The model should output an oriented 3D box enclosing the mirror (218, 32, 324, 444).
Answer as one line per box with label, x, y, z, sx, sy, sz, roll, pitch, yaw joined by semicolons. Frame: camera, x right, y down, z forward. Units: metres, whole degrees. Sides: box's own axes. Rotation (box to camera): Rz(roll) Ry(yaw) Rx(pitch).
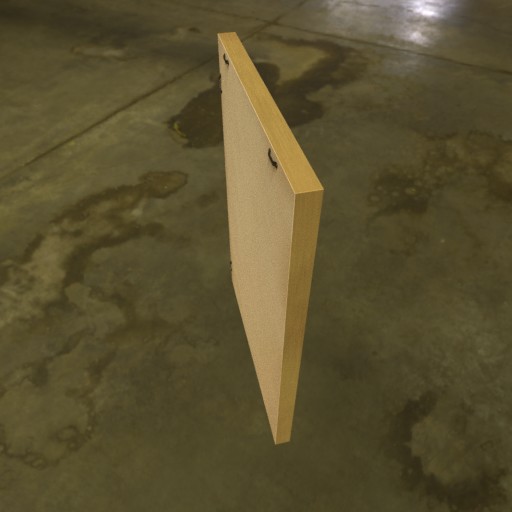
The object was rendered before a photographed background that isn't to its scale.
mirror;0.000;0.000;0.924;0.039;0.710;0.507;-10;46;-9
